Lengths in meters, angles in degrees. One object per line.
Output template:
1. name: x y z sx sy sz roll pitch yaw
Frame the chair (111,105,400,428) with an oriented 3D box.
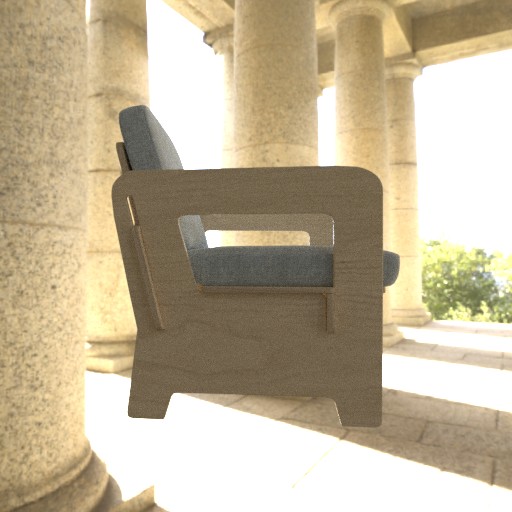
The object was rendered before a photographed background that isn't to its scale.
1. chair: 0.000 0.000 1.301 0.710 0.800 0.590 0 -1 1
